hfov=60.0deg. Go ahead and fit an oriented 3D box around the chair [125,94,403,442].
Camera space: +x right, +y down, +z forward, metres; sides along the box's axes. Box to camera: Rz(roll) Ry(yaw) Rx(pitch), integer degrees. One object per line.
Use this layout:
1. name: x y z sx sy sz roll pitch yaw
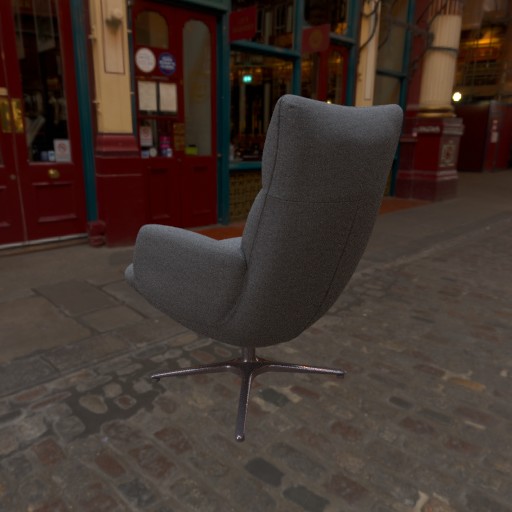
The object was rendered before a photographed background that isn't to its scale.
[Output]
1. chair: 0.000 0.000 1.535 0.702 0.984 0.831 -14 21 -42
